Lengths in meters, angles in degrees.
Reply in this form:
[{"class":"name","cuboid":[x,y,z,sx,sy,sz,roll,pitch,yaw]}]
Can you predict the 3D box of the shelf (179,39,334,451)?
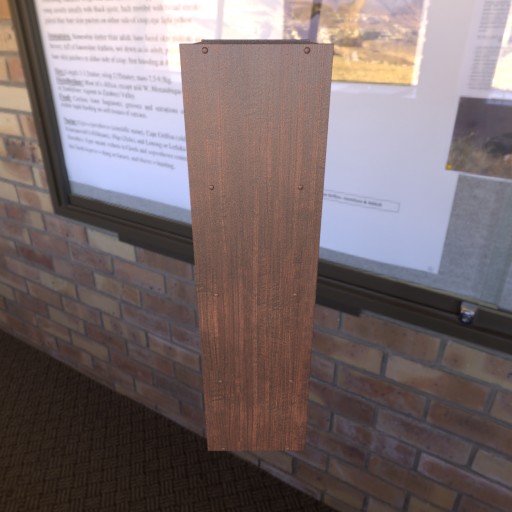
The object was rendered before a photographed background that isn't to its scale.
[{"class":"shelf","cuboid":[0.000,0.000,1.260,0.290,1.099,0.415,0,27,0]}]
